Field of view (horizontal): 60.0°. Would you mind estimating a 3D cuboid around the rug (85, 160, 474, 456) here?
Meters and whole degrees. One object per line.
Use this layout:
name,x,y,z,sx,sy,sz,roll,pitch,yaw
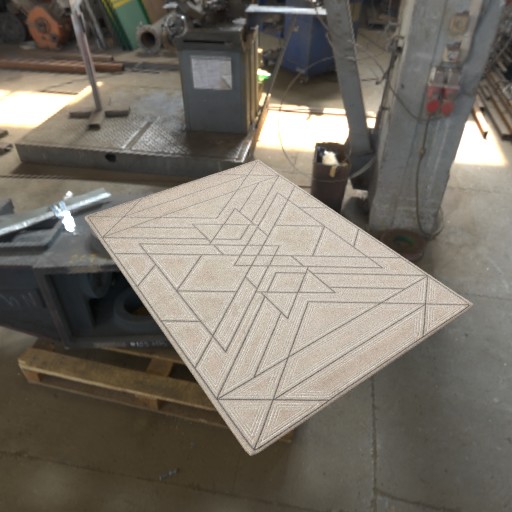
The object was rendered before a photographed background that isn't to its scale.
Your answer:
rug,0.000,0.000,4.509,2.436,0.026,3.381,-24,45,-26
